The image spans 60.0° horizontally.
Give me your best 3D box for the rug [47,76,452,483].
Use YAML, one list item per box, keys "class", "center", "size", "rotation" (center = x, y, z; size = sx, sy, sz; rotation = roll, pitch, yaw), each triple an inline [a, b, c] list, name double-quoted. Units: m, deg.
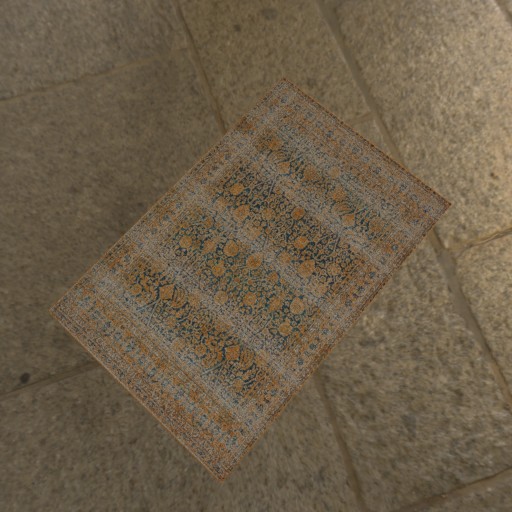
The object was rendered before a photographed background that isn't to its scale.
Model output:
- class: "rug"
  center: [0.000, 0.000, 2.945]
  size: [1.525, 0.007, 2.336]
  rotation: [41, 79, 10]
